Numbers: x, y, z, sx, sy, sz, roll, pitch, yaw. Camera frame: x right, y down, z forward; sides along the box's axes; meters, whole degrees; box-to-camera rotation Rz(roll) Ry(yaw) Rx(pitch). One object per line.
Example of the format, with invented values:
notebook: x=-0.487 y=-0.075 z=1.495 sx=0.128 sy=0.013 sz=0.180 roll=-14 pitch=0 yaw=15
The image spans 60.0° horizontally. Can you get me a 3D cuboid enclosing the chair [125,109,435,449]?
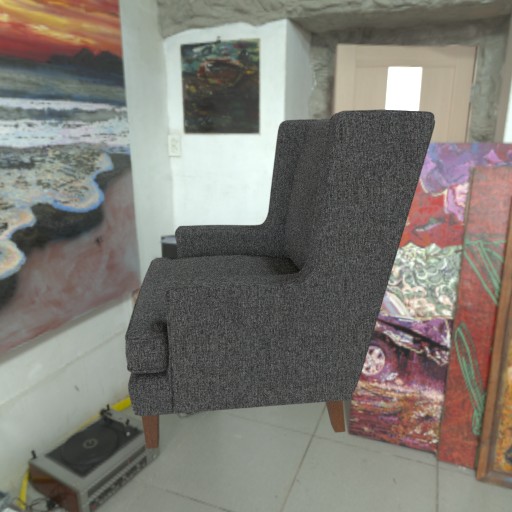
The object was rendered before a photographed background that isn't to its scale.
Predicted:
chair: x=0.000 y=0.000 z=1.787 sx=0.927 sy=1.082 sz=0.942 roll=-2 pitch=15 yaw=-7
